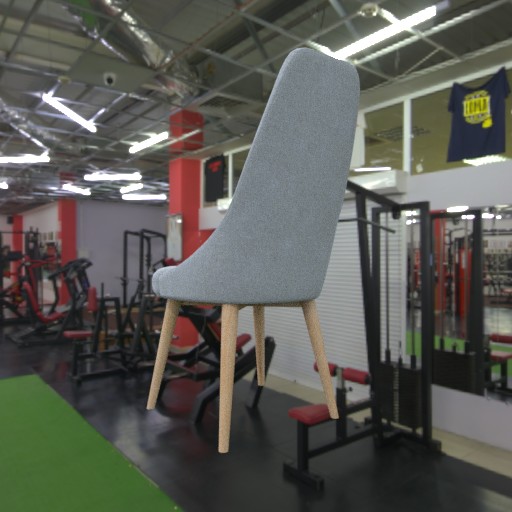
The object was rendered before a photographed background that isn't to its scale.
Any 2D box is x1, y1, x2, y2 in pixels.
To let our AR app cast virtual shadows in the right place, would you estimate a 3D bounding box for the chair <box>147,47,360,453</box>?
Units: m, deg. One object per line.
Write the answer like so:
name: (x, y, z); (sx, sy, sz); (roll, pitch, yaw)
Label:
chair: (0.000, 0.000, 1.404); (0.510, 1.040, 0.660); (0, 0, -36)
